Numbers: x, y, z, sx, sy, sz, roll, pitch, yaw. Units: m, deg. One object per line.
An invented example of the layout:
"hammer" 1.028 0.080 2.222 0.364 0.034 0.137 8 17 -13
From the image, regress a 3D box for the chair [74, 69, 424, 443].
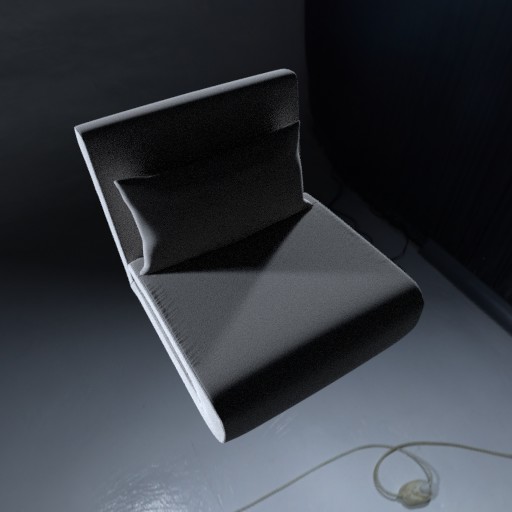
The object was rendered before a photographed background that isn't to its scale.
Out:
"chair" 0.000 0.000 1.488 0.770 0.808 0.902 -24 51 -21
